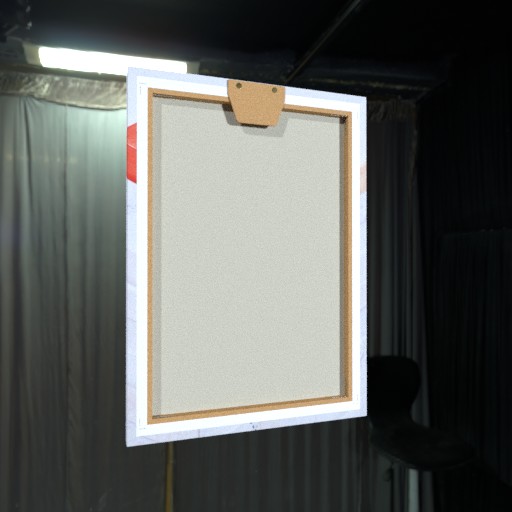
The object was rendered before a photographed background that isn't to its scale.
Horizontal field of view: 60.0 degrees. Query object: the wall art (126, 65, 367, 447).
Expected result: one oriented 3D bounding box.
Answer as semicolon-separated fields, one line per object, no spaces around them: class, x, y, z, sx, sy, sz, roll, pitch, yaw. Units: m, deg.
wall art;0.000;0.000;1.092;0.613;0.848;0.036;0;0;-19
